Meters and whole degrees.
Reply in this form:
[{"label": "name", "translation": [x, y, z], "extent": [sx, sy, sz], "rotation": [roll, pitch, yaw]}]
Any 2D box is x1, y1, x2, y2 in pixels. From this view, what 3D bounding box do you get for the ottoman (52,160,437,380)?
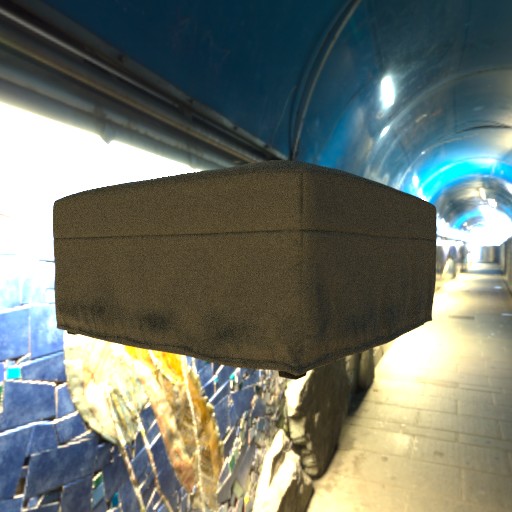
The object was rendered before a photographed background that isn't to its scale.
[{"label": "ottoman", "translation": [0.000, 0.000, 1.319], "extent": [0.840, 0.436, 0.843], "rotation": [0, 1, 37]}]
